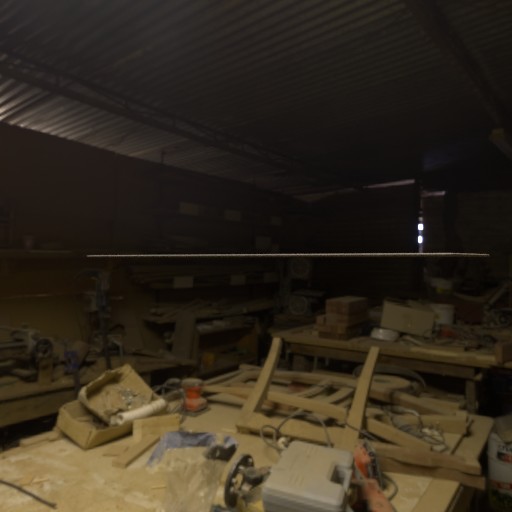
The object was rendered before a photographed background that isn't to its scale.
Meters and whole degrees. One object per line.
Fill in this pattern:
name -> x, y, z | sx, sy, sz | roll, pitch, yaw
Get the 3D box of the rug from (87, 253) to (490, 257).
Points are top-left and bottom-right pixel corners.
rug -> 0.000, 0.000, 2.715 | 2.448, 0.012, 0.769 | 0, 0, 37
